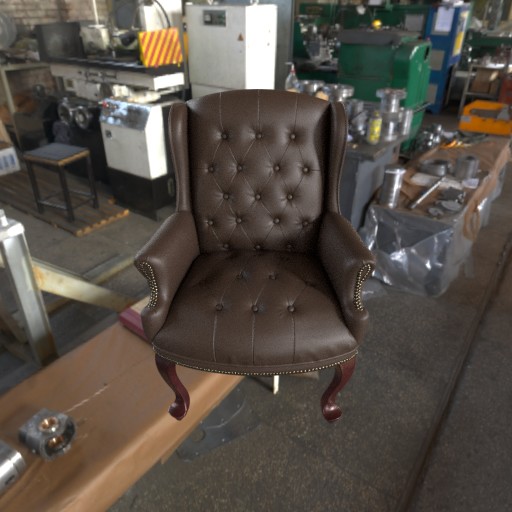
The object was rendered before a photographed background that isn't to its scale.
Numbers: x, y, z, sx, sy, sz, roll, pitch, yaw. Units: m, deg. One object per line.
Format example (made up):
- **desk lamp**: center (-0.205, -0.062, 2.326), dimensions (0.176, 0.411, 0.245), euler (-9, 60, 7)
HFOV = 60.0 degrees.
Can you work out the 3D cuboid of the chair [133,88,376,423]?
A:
- **chair**: center (0.000, 0.000, 1.737), dimensions (0.829, 1.132, 0.819), euler (1, 30, 1)
